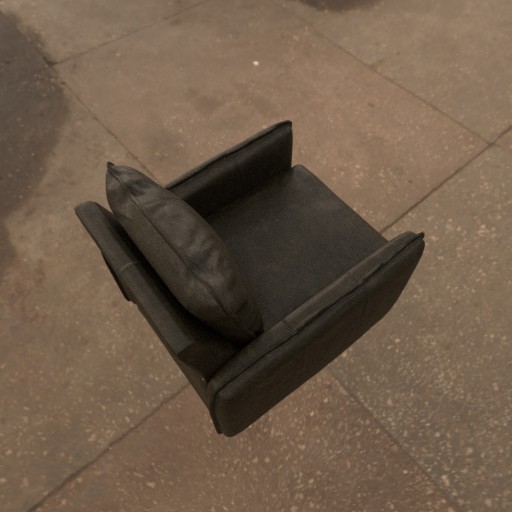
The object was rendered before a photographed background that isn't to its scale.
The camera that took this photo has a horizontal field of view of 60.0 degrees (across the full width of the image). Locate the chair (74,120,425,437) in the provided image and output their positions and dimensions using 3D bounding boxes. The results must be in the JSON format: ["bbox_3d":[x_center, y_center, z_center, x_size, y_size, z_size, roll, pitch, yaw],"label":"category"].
[{"bbox_3d":[0.000,0.000,1.617,0.921,0.921,0.830,-33,63,-19],"label":"chair"}]
